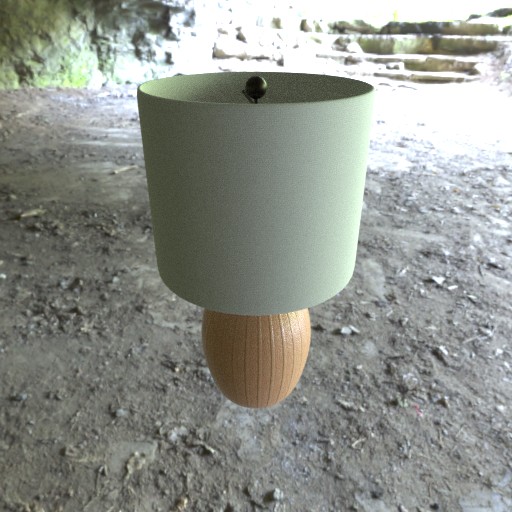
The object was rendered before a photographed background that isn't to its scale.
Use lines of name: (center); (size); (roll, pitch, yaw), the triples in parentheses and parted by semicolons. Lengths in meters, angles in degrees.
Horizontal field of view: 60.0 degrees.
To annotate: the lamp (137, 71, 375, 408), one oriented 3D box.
lamp: (0.000, 0.000, 0.753); (0.329, 0.570, 0.329); (0, 28, 0)
